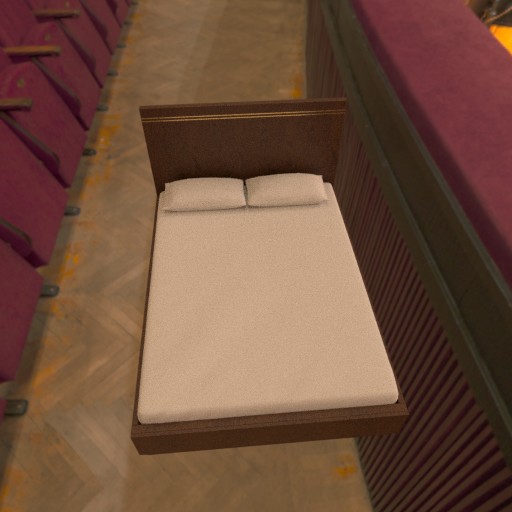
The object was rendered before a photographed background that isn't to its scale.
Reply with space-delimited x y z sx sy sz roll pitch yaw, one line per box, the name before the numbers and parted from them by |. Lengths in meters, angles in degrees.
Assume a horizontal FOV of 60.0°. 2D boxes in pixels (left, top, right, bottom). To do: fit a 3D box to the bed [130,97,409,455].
bed | 0.000 0.000 3.127 1.613 1.169 2.221 -4 47 -3
